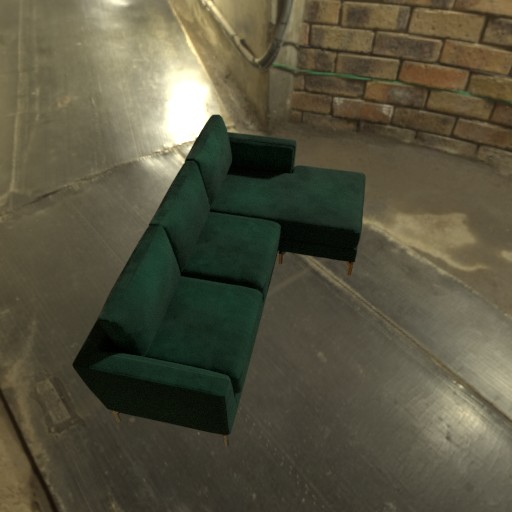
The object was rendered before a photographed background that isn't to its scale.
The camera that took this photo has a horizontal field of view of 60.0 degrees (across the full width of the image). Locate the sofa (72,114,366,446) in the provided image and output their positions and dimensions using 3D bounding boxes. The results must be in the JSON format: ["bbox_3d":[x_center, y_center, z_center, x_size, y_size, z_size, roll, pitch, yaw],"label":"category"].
[{"bbox_3d":[0.000,0.000,3.230,1.489,1.007,2.441,9,47,8],"label":"sofa"}]
